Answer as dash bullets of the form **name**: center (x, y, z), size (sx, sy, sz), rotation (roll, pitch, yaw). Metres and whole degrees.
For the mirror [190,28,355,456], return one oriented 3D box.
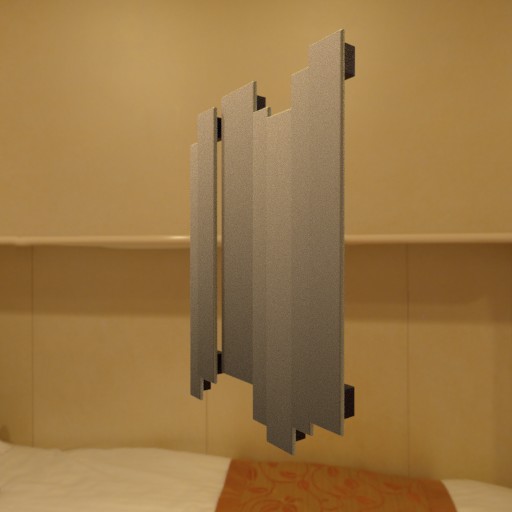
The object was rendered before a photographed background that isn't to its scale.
- **mirror**: center (0.000, 0.000, 0.771), size (0.058, 0.611, 0.445), rotation (0, 0, -37)
